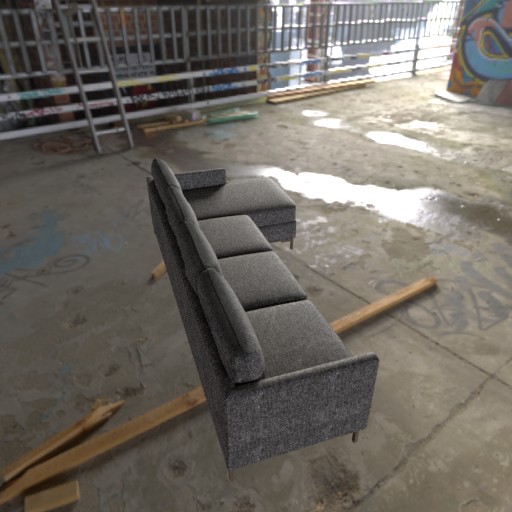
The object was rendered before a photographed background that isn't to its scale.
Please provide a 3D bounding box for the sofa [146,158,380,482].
[{"bbox_3d":[0.000,0.000,3.967,1.488,0.970,3.384,-10,32,-16],"label":"sofa"}]
